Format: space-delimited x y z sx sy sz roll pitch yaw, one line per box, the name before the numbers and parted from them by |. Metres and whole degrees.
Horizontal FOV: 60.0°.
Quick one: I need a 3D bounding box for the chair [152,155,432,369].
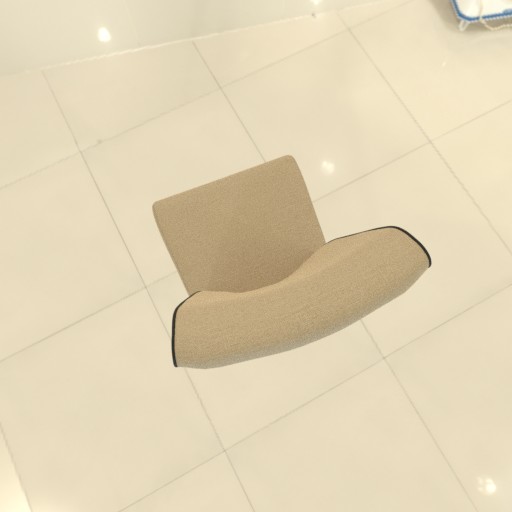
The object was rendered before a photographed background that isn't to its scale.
chair | 0.000 0.000 1.332 0.522 0.997 0.623 -21 75 -6
